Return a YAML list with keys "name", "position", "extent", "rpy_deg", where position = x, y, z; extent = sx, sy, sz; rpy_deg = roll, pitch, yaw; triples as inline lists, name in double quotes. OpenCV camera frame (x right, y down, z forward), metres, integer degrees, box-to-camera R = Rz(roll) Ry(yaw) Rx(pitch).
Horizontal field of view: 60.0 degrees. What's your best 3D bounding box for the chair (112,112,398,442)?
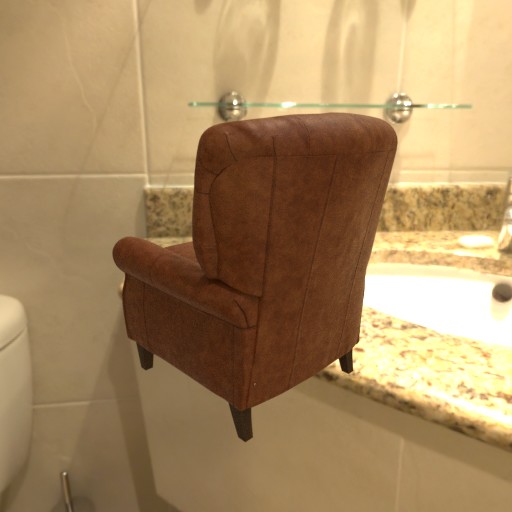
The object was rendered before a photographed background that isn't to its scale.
- name: "chair"
  position: [0.000, 0.000, 1.907]
  extent: [0.951, 1.164, 1.059]
  rpy_deg: [-16, 23, -42]
